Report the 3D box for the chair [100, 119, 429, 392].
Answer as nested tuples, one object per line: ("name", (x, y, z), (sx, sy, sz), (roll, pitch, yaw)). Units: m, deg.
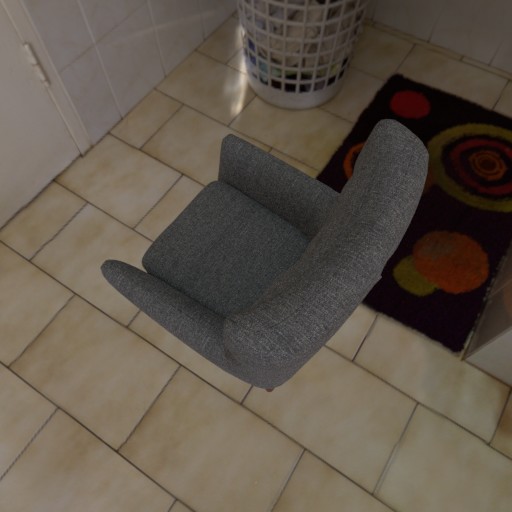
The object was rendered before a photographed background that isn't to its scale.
("chair", (0.000, 0.000, 1.754), (0.904, 1.063, 0.878), (32, 67, 15))
